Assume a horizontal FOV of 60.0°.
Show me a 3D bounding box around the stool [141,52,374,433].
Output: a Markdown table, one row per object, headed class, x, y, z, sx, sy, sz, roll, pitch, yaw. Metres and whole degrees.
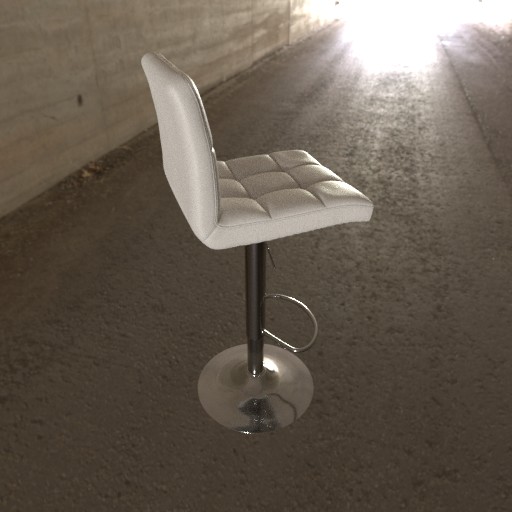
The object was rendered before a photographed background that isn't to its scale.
| class | x | y | z | sx | sy | sz | roll | pitch | yaw |
| --- | --- | --- | --- | --- | --- | --- | --- | --- | --- |
| stool | 0.000 | 0.000 | 1.342 | 0.505 | 1.115 | 0.430 | -11 | 33 | -17 |
